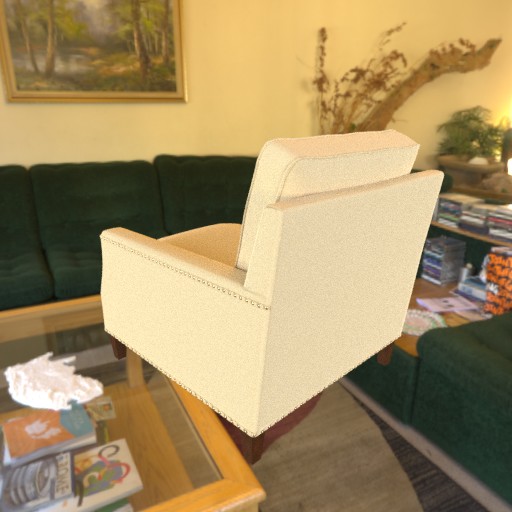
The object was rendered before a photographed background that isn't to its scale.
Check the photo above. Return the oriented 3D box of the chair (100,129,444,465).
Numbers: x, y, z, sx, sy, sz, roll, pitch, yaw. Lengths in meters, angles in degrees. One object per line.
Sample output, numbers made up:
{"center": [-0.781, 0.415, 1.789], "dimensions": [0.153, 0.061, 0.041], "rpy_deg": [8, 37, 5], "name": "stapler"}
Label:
{"center": [0.000, 0.000, 1.702], "dimensions": [0.853, 0.943, 1.014], "rpy_deg": [-18, 25, -42], "name": "chair"}
